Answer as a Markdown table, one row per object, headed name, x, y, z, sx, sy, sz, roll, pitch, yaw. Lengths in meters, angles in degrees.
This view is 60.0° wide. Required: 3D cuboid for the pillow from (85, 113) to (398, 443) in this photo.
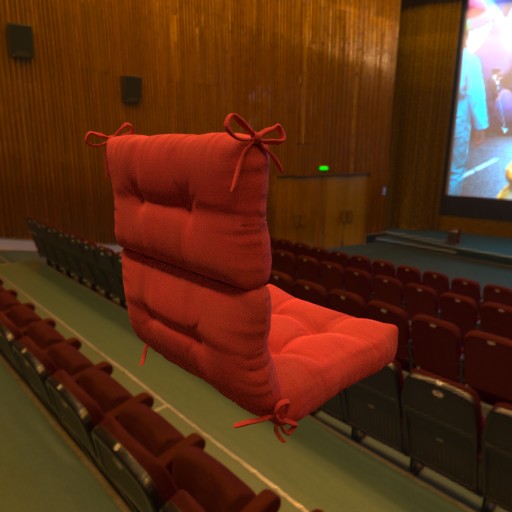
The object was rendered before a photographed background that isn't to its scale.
| name | x | y | z | sx | sy | sz | roll | pitch | yaw |
| --- | --- | --- | --- | --- | --- | --- | --- | --- | --- |
| pillow | 0.000 | 0.000 | 1.046 | 0.571 | 0.605 | 0.519 | -13 | 20 | -42 |
